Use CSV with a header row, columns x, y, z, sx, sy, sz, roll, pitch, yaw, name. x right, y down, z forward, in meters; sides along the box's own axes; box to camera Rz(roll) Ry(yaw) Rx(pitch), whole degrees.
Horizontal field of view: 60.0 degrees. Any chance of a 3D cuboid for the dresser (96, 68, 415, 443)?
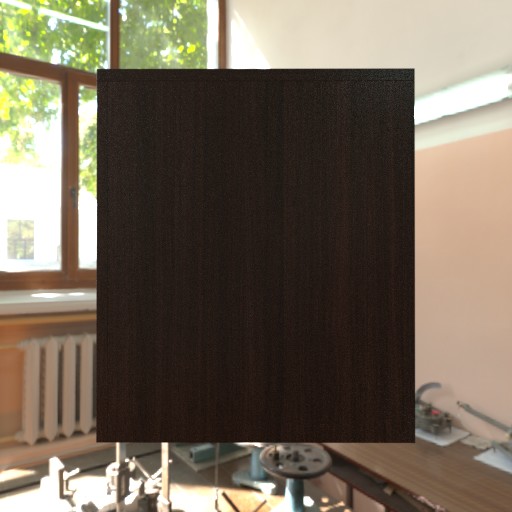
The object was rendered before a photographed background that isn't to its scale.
x,y,z,sx,sy,sz,roll,pitch,yaw,name
0.000,0.000,0.736,0.400,0.470,0.360,0,0,0,dresser
